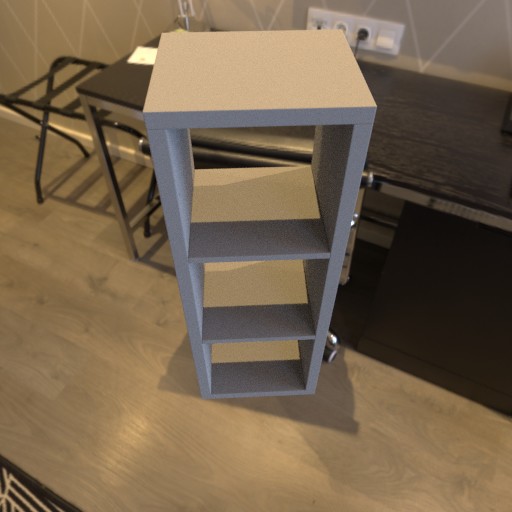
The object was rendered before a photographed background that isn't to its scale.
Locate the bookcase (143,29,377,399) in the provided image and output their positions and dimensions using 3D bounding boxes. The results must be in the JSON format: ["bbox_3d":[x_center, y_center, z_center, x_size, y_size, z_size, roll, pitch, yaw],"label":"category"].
[{"bbox_3d":[0.000,0.000,1.245,0.390,1.080,0.330,-2,48,-2],"label":"bookcase"}]
